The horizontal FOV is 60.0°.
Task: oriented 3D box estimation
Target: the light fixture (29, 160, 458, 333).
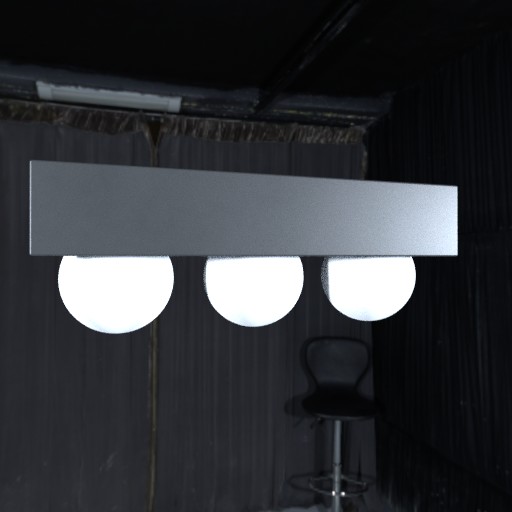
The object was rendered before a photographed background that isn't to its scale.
[{"bbox_3d":[0.000,0.000,0.819,0.721,0.263,0.218,0,0,-18],"label":"light fixture"}]
